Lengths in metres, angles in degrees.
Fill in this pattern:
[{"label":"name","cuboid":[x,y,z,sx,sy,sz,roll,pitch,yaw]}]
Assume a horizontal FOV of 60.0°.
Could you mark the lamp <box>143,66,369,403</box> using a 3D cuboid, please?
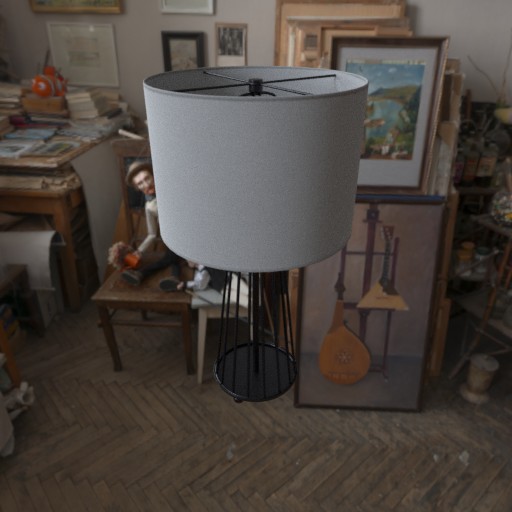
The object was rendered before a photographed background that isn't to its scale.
[{"label":"lamp","cuboid":[0.000,0.000,0.789,0.322,0.593,0.322,-18,34,-30]}]
